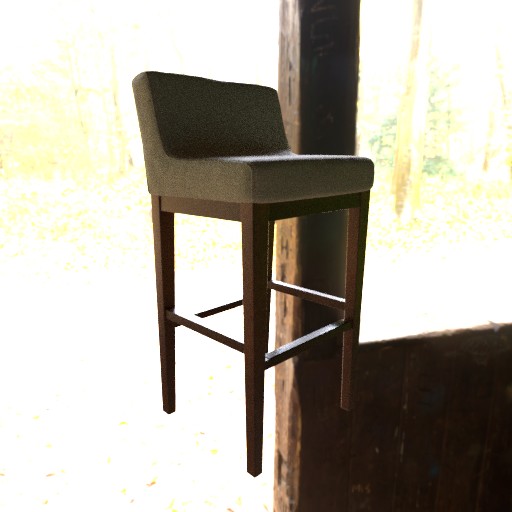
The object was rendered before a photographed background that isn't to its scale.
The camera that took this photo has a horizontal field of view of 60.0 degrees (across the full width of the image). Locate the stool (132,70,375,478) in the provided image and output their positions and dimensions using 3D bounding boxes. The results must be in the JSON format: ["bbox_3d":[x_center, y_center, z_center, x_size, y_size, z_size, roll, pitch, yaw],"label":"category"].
[{"bbox_3d":[0.000,0.000,1.333,0.511,1.037,0.500,-13,19,-43],"label":"stool"}]
